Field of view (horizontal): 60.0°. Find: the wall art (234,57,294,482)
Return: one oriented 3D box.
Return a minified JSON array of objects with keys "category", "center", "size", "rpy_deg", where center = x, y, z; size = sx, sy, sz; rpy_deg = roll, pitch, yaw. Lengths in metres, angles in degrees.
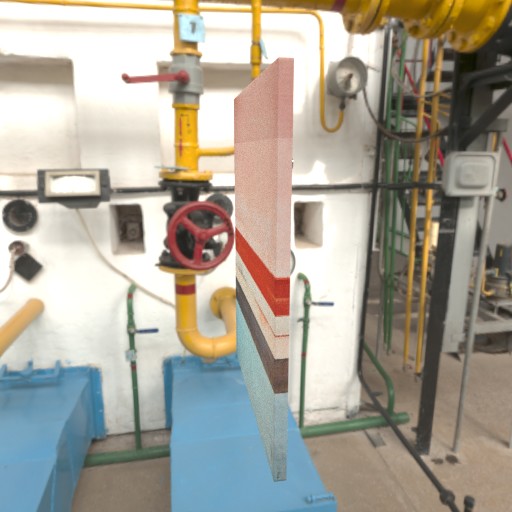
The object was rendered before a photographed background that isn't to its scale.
[{"category":"wall art","center":[0.000,0.000,1.393],"size":[0.039,1.016,0.761],"rpy_deg":[-2,13,-9]}]
